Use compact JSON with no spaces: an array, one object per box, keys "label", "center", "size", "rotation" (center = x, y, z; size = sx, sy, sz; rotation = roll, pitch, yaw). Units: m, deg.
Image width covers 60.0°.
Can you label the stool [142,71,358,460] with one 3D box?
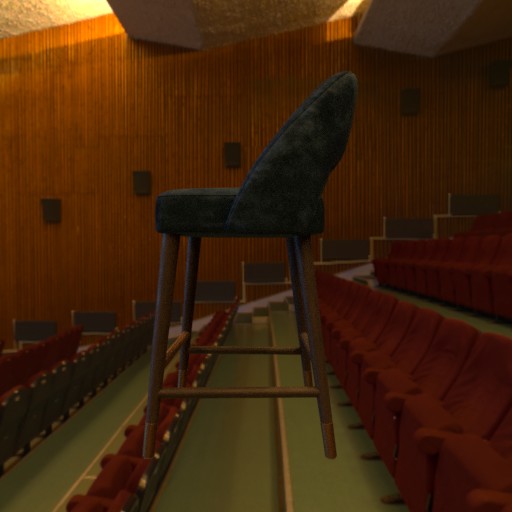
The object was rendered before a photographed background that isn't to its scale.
[{"label":"stool","center":[0.000,0.000,1.236],"size":[0.524,0.925,0.536],"rotation":[0,2,0]}]
